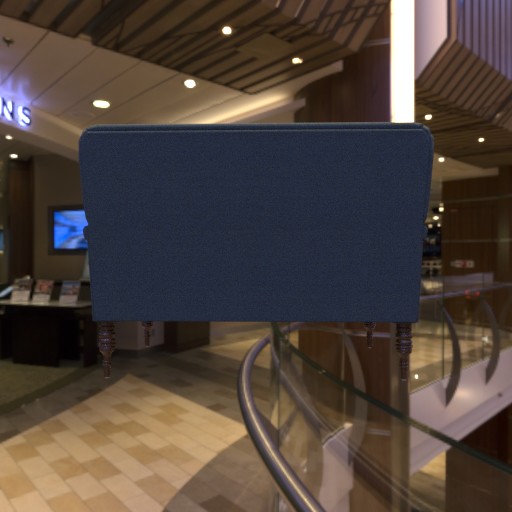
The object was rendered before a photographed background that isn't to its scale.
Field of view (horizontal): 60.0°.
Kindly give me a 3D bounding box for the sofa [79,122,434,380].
[{"bbox_3d":[0.000,0.000,1.846,1.297,0.889,0.779,0,0,2],"label":"sofa"}]
